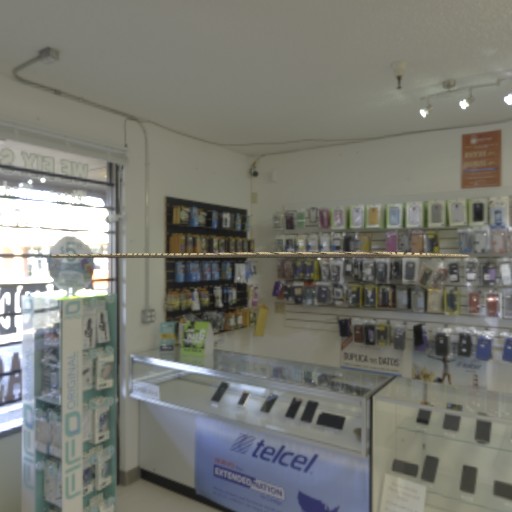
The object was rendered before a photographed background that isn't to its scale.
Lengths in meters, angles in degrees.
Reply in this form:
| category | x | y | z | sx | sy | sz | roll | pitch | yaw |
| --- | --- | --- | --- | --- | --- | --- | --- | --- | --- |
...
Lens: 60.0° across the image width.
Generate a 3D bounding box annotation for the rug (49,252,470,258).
| category | x | y | z | sx | sy | sz | roll | pitch | yaw |
| --- | --- | --- | --- | --- | --- | --- | --- | --- | --- |
| rug | 0.000 | 0.000 | 2.326 | 1.842 | 0.019 | 1.237 | 0 | 0 | 36 |
